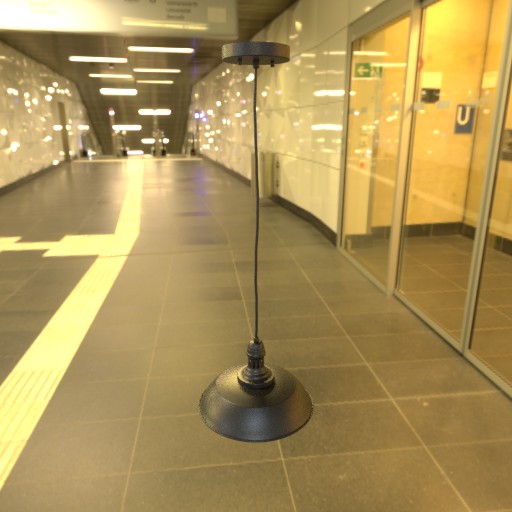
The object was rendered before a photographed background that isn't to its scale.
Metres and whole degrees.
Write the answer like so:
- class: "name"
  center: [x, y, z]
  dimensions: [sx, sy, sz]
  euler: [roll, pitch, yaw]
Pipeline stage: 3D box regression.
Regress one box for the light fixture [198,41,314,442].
- class: "light fixture"
  center: [0.000, 0.000, 1.154]
  dimensions: [0.331, 0.993, 0.331]
  euler: [-8, 18, -25]
